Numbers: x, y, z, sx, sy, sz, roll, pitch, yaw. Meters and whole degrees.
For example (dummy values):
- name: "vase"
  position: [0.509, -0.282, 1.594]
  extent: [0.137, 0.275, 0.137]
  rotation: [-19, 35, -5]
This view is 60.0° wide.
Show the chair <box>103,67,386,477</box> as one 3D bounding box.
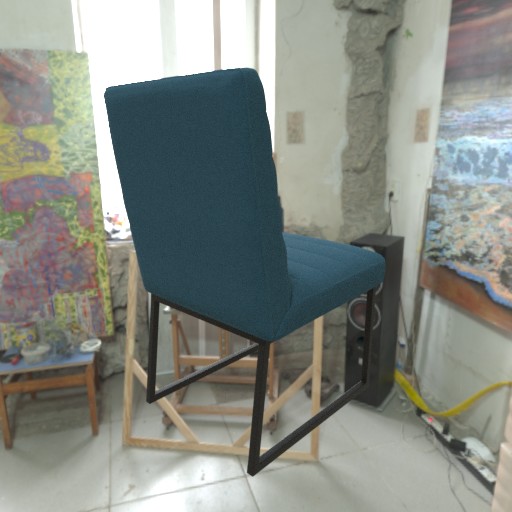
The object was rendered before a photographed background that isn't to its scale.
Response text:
- name: "chair"
  position: [0.000, 0.000, 1.291]
  extent: [0.520, 0.930, 0.634]
  rotation: [14, 20, 42]
